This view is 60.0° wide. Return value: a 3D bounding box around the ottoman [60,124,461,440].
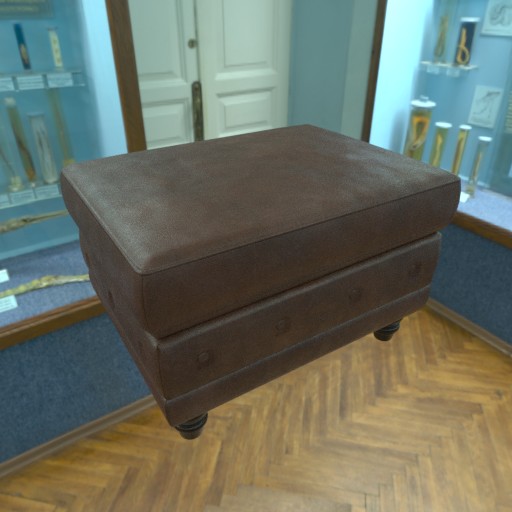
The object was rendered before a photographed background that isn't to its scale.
[{"bbox_3d":[0.000,0.000,1.167,0.795,0.509,0.588,-18,35,-27],"label":"ottoman"}]
